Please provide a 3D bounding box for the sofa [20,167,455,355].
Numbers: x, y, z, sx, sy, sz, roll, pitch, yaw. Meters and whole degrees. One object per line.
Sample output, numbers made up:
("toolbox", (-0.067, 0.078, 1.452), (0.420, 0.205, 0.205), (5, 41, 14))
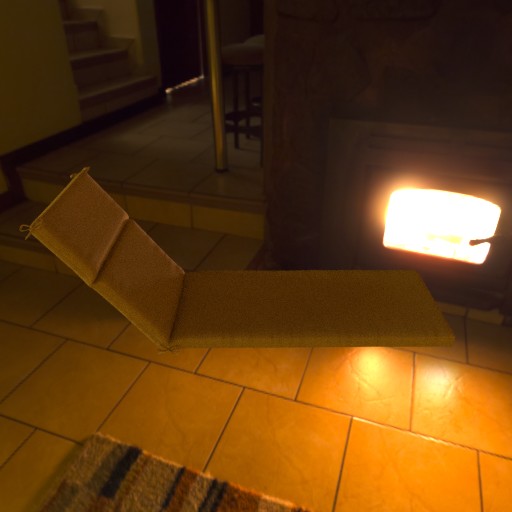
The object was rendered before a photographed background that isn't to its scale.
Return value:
("sofa", (0.000, 0.000, 1.921), (1.663, 0.622, 0.582), (0, 31, 0))
